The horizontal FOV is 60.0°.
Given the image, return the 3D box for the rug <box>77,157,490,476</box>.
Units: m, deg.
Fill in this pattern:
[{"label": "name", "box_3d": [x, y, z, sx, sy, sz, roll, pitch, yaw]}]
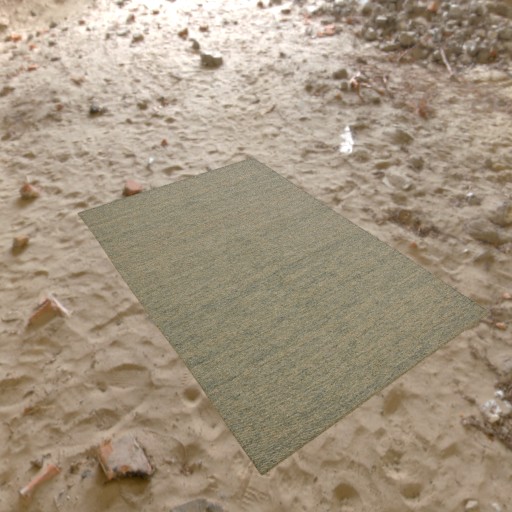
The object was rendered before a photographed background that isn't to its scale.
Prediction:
[{"label": "rug", "box_3d": [0.000, 0.000, 2.811, 1.547, 0.013, 2.283, -24, 44, -27]}]
